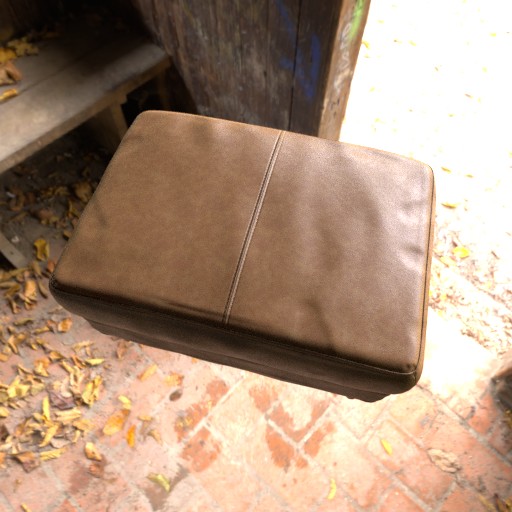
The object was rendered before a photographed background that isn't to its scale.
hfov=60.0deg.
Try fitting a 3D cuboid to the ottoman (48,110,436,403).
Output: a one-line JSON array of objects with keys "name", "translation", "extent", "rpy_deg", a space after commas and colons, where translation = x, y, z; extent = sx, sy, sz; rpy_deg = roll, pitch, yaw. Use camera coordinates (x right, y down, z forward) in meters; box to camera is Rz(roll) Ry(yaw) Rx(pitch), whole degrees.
[{"name": "ottoman", "translation": [0.000, 0.000, 1.227], "extent": [0.869, 0.461, 0.630], "rpy_deg": [13, 61, 7]}]
